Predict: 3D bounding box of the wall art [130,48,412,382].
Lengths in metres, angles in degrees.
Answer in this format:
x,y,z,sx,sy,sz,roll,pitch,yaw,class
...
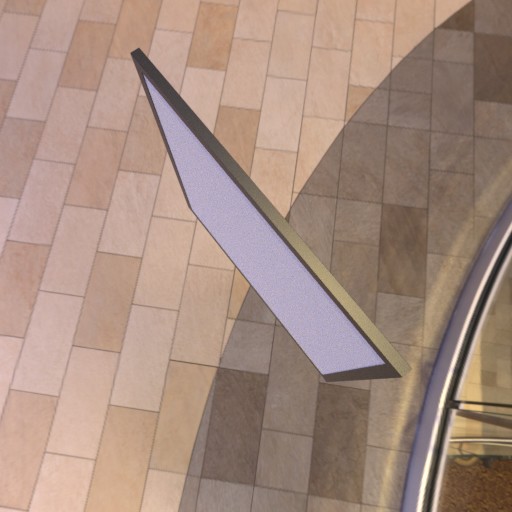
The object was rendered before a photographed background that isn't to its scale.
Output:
x,y,z,sx,sy,sz,roll,pitch,yaw,class
0.000,0.000,1.201,0.022,0.807,0.807,-37,77,-10,wall art
